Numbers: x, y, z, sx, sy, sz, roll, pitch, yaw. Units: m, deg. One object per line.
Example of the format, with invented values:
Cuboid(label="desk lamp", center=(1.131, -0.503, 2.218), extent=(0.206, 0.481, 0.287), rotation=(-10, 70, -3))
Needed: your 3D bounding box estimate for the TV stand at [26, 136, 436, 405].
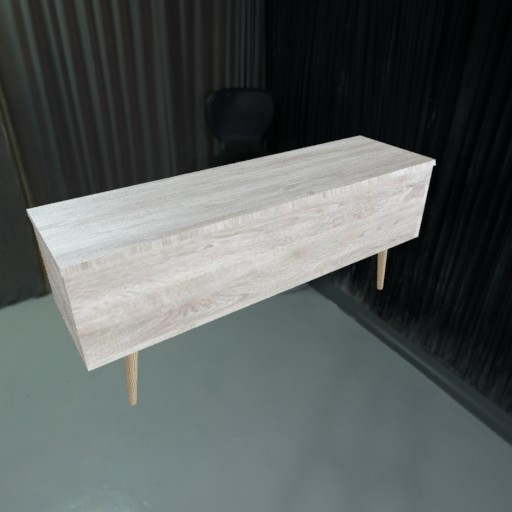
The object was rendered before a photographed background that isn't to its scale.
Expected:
Cuboid(label="TV stand", center=(0.000, 0.000, 1.577), extent=(1.313, 0.565, 0.401), rotation=(-19, 36, -29))
